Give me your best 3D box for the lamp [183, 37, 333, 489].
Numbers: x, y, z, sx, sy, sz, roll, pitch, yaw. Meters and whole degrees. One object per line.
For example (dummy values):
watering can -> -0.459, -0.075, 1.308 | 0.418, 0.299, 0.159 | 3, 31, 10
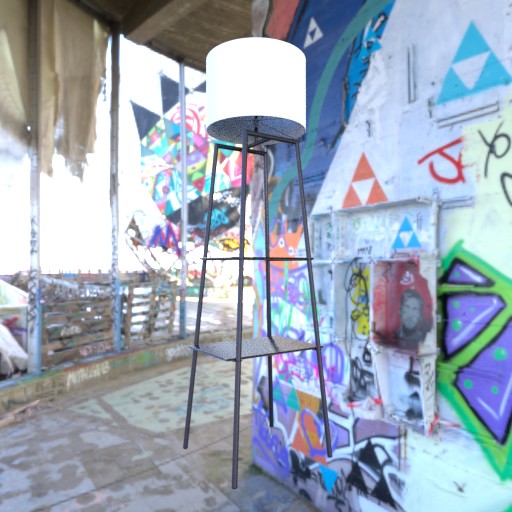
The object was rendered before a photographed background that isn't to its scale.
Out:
lamp -> 0.000, 0.000, 1.674 | 0.427, 1.474, 0.384 | 1, -1, -34
